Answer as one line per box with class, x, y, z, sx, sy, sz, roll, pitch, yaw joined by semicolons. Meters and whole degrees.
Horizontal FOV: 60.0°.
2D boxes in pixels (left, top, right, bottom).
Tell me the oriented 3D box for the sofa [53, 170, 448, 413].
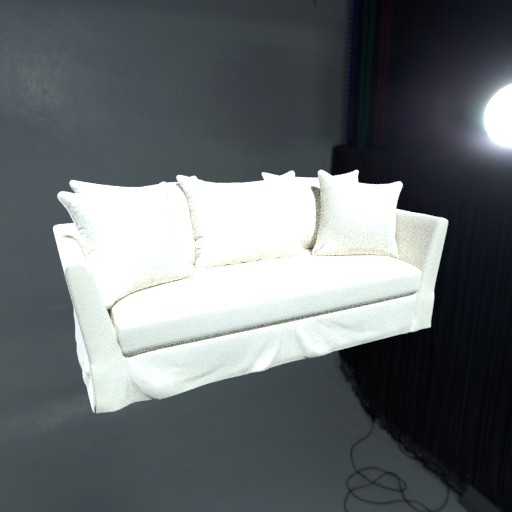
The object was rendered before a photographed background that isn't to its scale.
sofa;0.000;0.000;2.834;2.290;1.034;1.031;-8;18;-25
